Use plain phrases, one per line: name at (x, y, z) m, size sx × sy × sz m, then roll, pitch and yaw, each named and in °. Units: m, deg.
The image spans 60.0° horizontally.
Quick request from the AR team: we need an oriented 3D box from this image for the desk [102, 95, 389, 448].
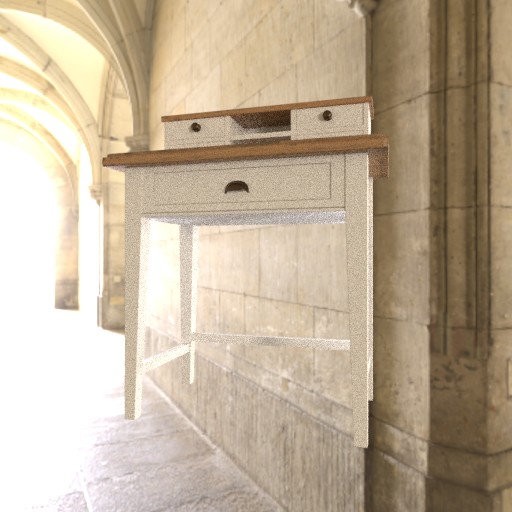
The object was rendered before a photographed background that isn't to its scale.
desk at (0.000, 0.000, 1.420) m, size 0.814 × 0.981 × 0.462 m, roll 0°, pitch 0°, yaw 16°
